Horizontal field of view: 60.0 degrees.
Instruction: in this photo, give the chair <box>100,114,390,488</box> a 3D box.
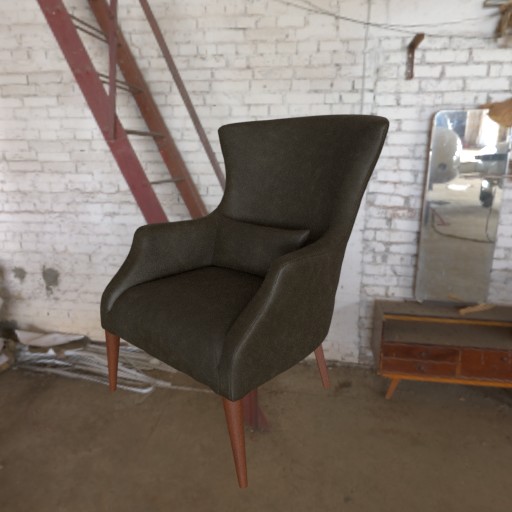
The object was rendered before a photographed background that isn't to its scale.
[{"bbox_3d":[0.000,0.000,1.697,0.819,1.068,0.954,13,20,42],"label":"chair"}]
